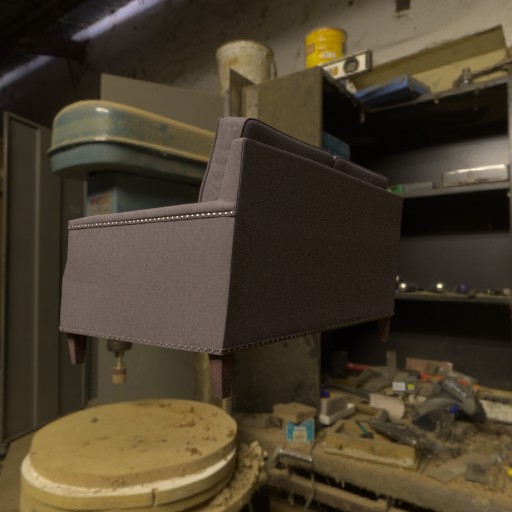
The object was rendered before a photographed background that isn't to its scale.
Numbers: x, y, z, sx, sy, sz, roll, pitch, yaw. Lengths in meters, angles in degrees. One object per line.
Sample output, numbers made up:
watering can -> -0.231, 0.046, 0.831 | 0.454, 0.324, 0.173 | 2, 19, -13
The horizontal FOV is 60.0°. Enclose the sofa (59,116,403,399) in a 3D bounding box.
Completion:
sofa -> 0.000, 0.000, 2.331 | 1.084, 1.003, 1.597 | -1, -2, 37
